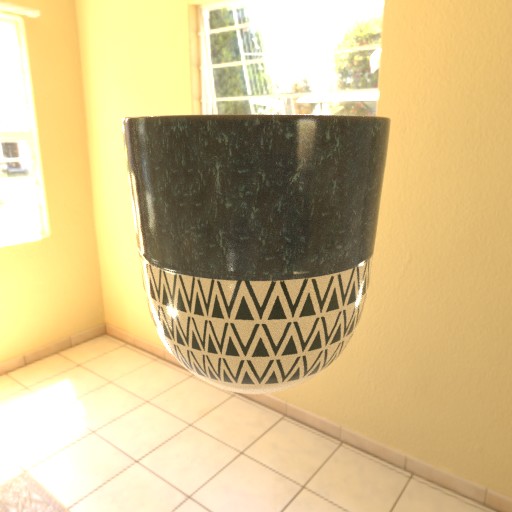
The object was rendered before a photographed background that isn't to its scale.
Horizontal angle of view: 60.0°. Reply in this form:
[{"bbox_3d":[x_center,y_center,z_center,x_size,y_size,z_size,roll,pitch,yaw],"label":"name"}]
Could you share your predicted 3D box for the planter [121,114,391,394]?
[{"bbox_3d":[0.000,0.000,0.362,0.195,0.214,0.195,0,16,0],"label":"planter"}]
